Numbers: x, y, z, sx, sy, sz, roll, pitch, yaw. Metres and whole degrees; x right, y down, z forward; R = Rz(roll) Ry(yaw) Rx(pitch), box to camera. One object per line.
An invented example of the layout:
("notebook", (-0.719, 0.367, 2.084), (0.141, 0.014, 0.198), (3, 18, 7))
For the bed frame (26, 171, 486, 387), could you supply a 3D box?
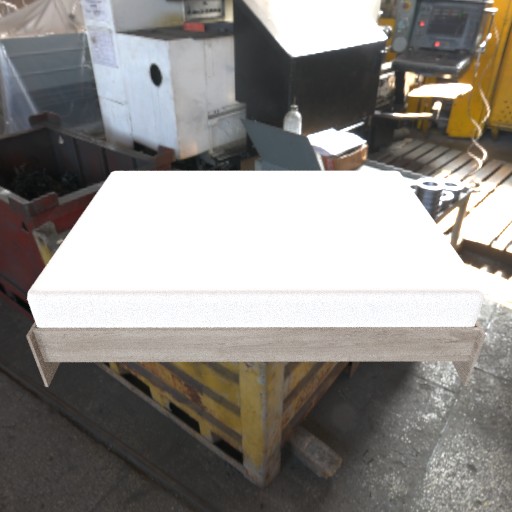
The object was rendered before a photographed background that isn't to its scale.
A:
("bed frame", (0.000, 0.000, 2.517), (1.945, 0.497, 1.445), (0, 33, 0))
